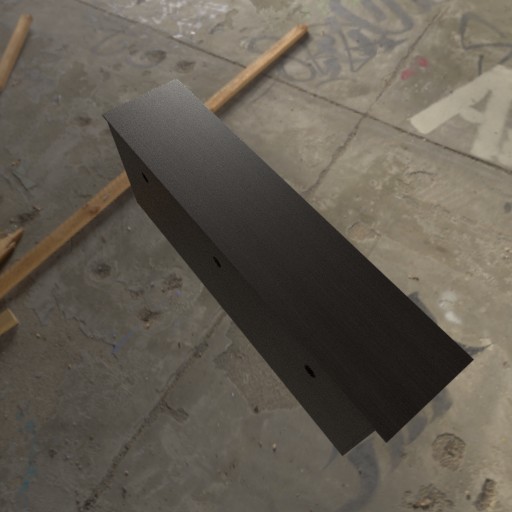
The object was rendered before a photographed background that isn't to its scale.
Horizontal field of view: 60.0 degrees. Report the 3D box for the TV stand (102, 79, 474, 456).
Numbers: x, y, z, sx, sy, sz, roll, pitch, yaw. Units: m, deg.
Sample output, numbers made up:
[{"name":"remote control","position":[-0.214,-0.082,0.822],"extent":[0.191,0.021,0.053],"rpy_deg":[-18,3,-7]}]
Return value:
[{"name":"TV stand","position":[0.000,0.000,1.995],"extent":[0.406,0.610,1.778],"rpy_deg":[-34,65,-19]}]
